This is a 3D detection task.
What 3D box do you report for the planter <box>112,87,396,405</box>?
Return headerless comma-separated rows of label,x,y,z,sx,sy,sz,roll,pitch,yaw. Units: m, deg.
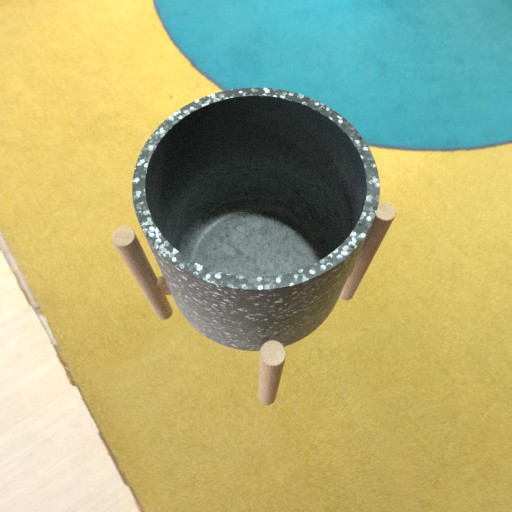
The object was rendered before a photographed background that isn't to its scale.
planter,0.000,0.000,0.543,0.284,0.320,0.284,15,64,7
